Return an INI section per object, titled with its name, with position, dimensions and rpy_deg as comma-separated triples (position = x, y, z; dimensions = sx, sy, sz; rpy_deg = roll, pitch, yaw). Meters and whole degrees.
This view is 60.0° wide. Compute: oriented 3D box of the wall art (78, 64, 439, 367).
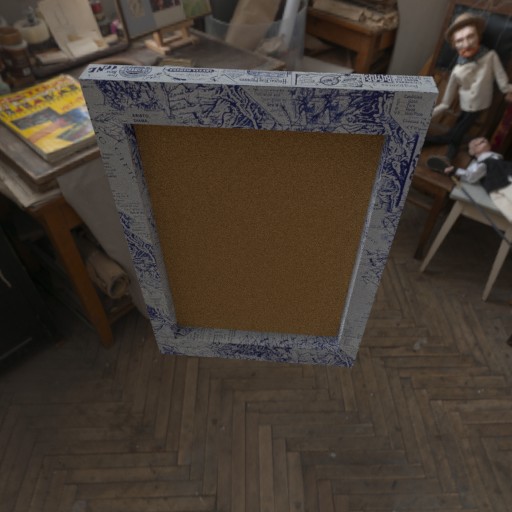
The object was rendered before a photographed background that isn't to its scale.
[wall art]
position = 0.000, 0.000, 0.457
dimensions = 0.255, 0.376, 0.025
rpy_deg = 3, 47, 3
